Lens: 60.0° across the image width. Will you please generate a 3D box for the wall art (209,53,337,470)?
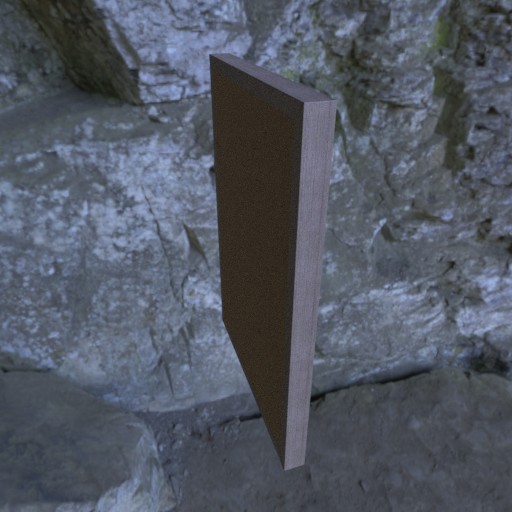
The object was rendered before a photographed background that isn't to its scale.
[{"bbox_3d":[0.000,0.000,0.653,0.031,0.509,0.356,-10,32,-15],"label":"wall art"}]
